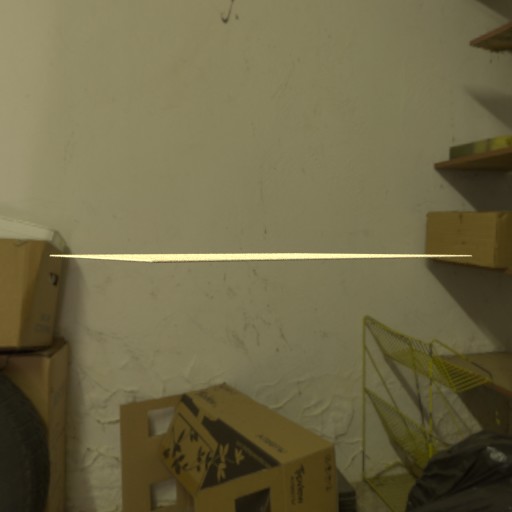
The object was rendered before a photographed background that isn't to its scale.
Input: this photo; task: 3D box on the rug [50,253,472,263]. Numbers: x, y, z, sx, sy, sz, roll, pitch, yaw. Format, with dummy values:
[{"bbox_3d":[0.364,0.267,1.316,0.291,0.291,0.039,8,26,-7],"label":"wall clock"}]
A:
[{"bbox_3d":[0.000,0.000,4.087,3.050,0.015,2.441,-1,1,-36],"label":"rug"}]
